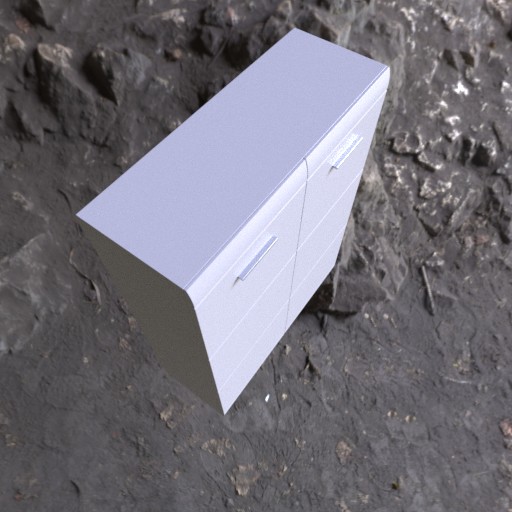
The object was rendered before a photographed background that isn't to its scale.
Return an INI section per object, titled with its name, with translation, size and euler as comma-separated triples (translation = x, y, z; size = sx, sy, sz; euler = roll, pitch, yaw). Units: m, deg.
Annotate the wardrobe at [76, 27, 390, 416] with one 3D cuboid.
[wardrobe]
translation = 0.000, 0.000, 1.651
size = 0.360, 1.200, 0.900
euler = 32, 64, 18
